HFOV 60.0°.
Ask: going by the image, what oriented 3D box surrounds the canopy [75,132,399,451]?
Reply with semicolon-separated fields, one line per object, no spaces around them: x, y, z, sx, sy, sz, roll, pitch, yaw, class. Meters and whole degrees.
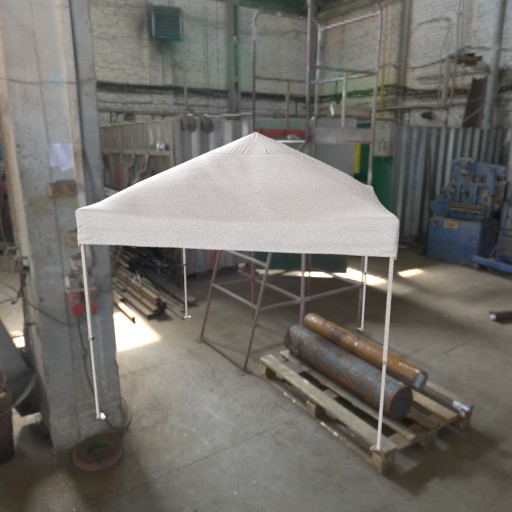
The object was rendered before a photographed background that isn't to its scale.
0.000;0.000;5.561;2.996;2.997;2.998;3;14;10;canopy
